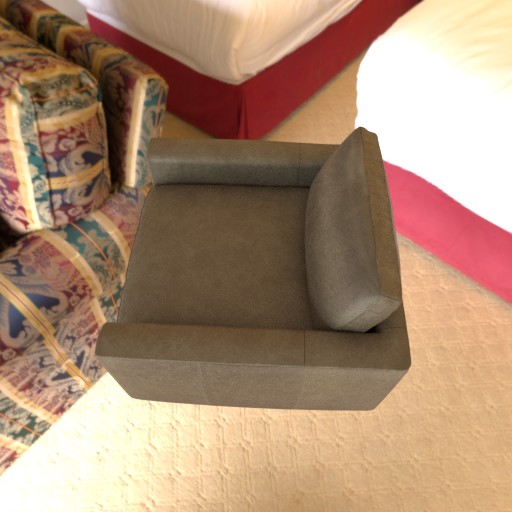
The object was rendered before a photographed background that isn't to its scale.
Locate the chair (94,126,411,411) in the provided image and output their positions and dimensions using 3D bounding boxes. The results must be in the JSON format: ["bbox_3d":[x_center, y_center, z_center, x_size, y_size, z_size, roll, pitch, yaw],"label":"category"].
[{"bbox_3d":[0.000,0.000,1.881,1.080,0.807,1.106,2,57,2],"label":"chair"}]
